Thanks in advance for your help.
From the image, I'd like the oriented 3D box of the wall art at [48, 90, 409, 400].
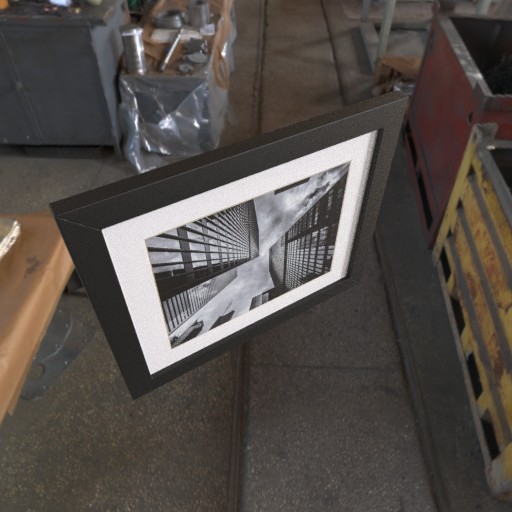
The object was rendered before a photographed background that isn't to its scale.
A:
[{"bbox_3d":[0.000,0.000,0.777,0.558,0.457,0.031,-24,50,-21],"label":"wall art"}]
